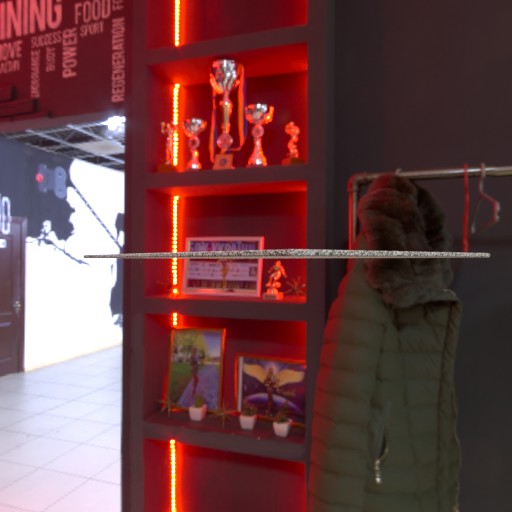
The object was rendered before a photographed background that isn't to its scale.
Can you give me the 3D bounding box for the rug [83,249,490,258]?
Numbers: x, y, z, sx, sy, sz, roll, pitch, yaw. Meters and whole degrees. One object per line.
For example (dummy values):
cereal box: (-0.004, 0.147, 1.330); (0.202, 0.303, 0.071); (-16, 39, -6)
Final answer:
rug: (0.000, 0.000, 3.436); (1.778, 0.030, 2.743); (0, -1, -38)
